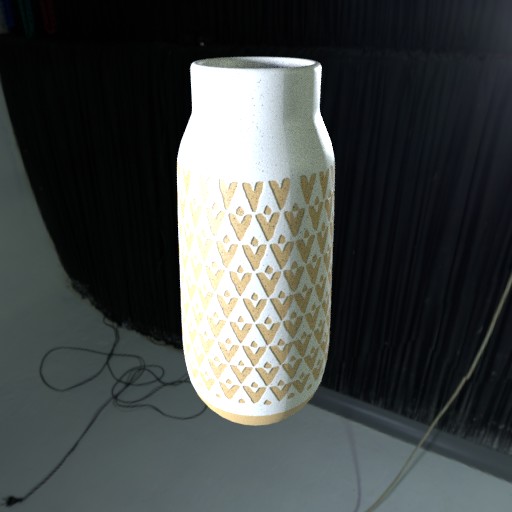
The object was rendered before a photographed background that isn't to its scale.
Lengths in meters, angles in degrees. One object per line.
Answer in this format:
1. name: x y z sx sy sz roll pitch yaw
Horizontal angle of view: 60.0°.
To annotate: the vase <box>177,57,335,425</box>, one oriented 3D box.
1. vase: 0.000 0.000 0.381 0.137 0.307 0.137 0 29 0
